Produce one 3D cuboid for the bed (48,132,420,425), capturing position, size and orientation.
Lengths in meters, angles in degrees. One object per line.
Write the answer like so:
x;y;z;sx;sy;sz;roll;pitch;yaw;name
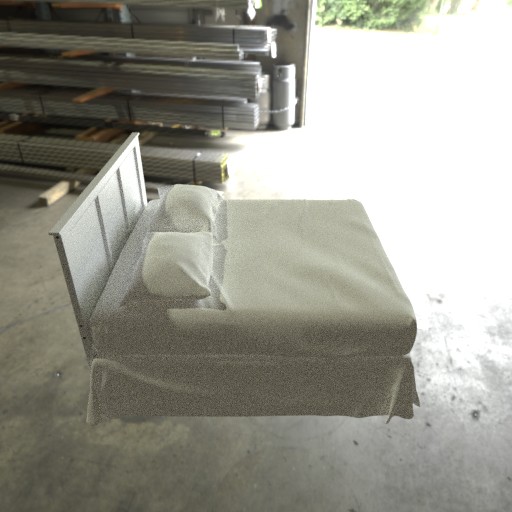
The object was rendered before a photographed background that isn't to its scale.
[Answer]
0.000;0.000;3.127;2.047;1.269;1.876;0;32;0;bed
